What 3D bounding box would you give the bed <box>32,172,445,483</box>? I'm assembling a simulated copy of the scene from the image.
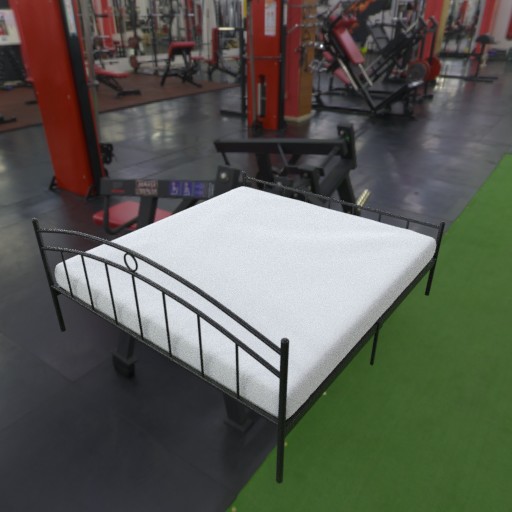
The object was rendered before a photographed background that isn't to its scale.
[{"bbox_3d":[0.000,0.000,3.069,1.880,0.940,2.040,20,35,33],"label":"bed"}]
